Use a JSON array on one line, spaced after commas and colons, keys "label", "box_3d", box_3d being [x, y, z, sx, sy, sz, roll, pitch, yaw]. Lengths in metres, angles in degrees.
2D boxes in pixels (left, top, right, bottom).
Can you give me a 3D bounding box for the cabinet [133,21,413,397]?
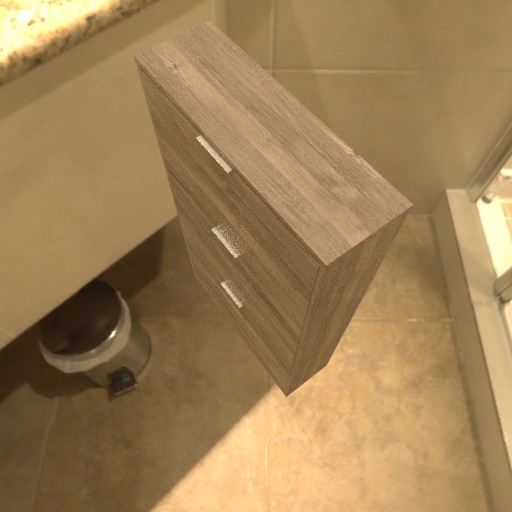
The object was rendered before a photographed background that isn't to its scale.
[{"label": "cabinet", "box_3d": [0.000, 0.000, 1.581, 0.250, 1.280, 0.750, -33, 67, -16]}]
